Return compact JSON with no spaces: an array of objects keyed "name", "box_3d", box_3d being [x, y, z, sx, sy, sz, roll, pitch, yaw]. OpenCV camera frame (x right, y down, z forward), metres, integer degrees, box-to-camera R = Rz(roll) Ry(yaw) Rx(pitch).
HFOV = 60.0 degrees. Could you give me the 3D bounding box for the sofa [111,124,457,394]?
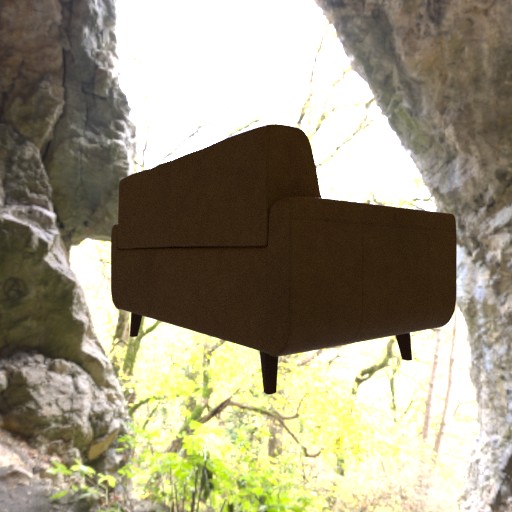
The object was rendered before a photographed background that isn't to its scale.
[{"name":"sofa","box_3d":[0.000,0.000,2.263,0.952,0.925,1.651,0,1,-36]}]
